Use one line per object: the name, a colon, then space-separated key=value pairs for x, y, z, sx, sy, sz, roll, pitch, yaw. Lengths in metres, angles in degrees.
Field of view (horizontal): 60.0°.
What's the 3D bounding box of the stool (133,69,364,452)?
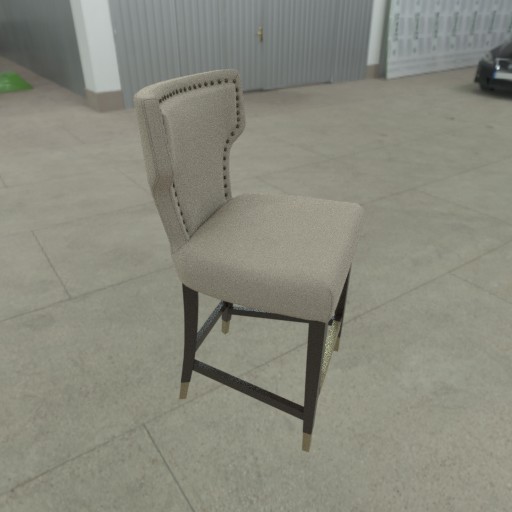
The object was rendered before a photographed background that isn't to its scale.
stool: x=0.000 y=0.000 z=1.336 sx=0.563 sy=0.982 sz=0.527 roll=10 pitch=31 yaw=17
